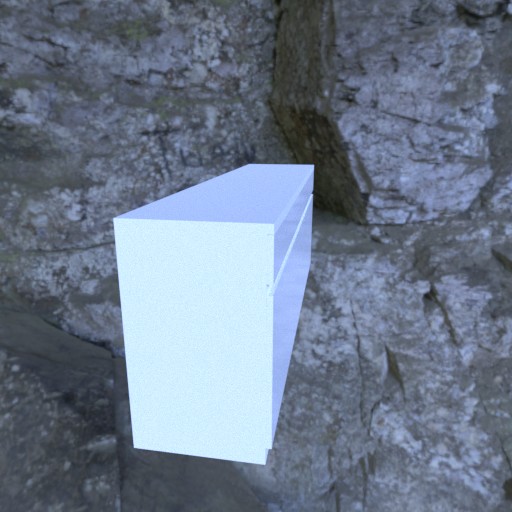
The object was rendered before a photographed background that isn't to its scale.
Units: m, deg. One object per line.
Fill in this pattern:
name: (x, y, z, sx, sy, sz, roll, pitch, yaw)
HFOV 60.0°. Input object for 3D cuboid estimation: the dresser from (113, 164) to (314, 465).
dresser: (0.000, 0.000, 2.478, 0.500, 0.840, 2.200, 3, 16, 10)
